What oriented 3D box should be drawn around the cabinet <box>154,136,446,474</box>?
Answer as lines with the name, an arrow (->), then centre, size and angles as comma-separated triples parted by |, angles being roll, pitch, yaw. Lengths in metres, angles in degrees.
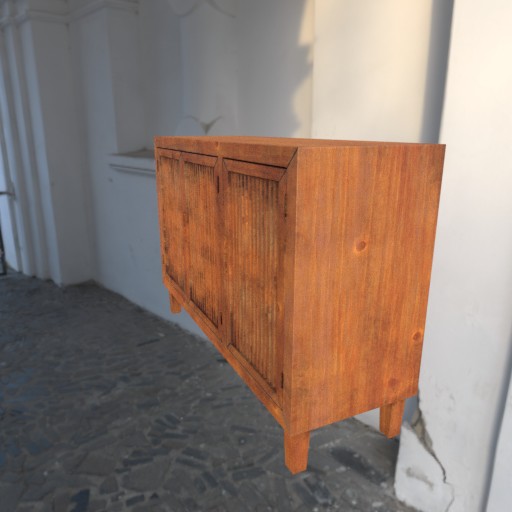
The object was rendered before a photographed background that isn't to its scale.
cabinet -> 0.000, 0.000, 1.579 | 0.403, 0.805, 1.204 | -8, 18, -25
